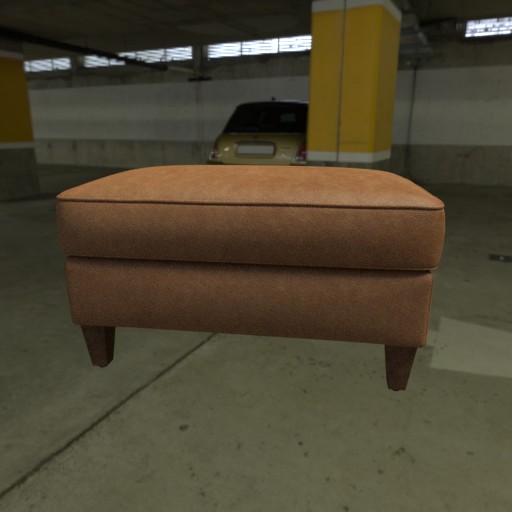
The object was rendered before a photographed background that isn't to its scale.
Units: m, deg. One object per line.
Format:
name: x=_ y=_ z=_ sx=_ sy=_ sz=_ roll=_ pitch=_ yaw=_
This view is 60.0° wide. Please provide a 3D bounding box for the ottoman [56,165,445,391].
ottoman: x=0.000 y=0.000 z=1.228 sx=0.864 sy=0.483 sz=0.584 roll=2 pitch=16 yaw=8
